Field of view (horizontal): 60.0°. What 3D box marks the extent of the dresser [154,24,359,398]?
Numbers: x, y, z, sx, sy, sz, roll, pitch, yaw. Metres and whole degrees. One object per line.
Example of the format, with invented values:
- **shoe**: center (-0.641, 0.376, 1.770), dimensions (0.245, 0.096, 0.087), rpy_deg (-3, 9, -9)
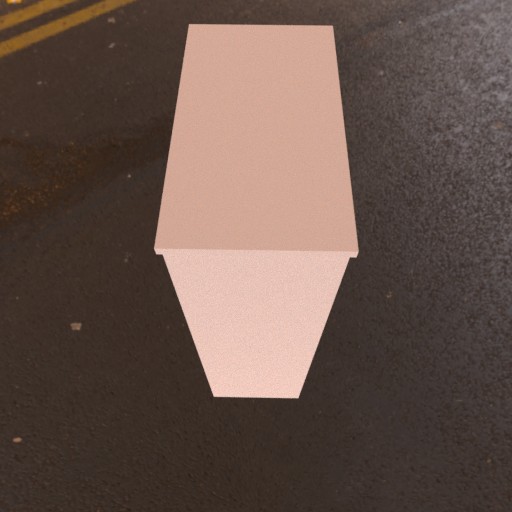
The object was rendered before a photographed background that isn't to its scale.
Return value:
- **dresser**: center (0.000, 0.000, 1.553), dimensions (0.399, 1.255, 0.704), rpy_deg (1, 60, 1)
